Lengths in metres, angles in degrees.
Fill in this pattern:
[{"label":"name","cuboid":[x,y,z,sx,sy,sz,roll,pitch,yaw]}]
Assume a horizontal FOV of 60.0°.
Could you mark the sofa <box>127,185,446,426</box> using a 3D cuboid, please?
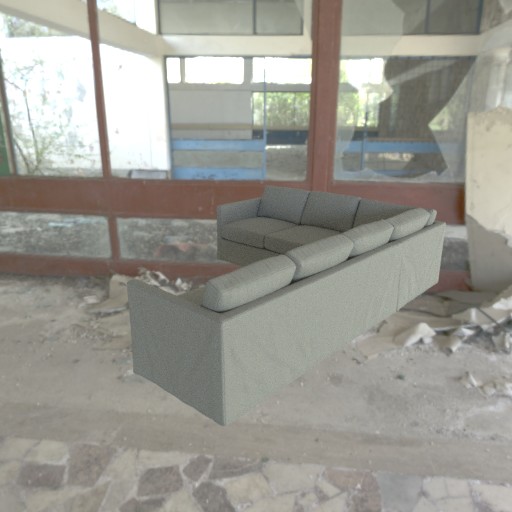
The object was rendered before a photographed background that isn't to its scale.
[{"label":"sofa","cuboid":[0.000,0.000,4.295,2.432,0.871,3.182,15,23,40]}]
